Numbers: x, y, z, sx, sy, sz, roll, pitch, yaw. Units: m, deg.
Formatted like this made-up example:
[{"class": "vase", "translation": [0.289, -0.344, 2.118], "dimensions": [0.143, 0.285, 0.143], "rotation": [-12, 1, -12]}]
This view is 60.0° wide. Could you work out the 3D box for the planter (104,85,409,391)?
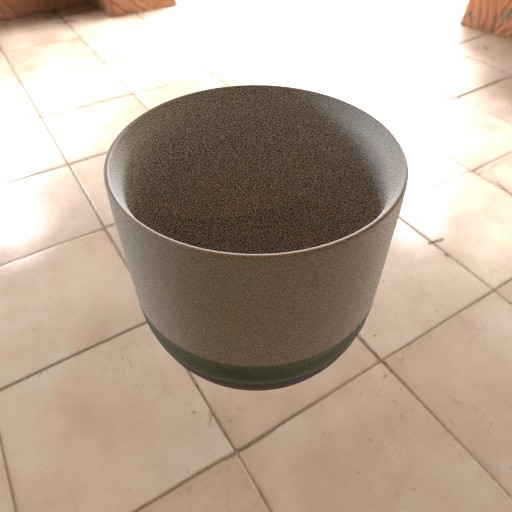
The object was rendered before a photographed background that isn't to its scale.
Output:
[{"class": "planter", "translation": [0.000, 0.000, 0.492], "dimensions": [0.268, 0.270, 0.268], "rotation": [0, 46, 0]}]
